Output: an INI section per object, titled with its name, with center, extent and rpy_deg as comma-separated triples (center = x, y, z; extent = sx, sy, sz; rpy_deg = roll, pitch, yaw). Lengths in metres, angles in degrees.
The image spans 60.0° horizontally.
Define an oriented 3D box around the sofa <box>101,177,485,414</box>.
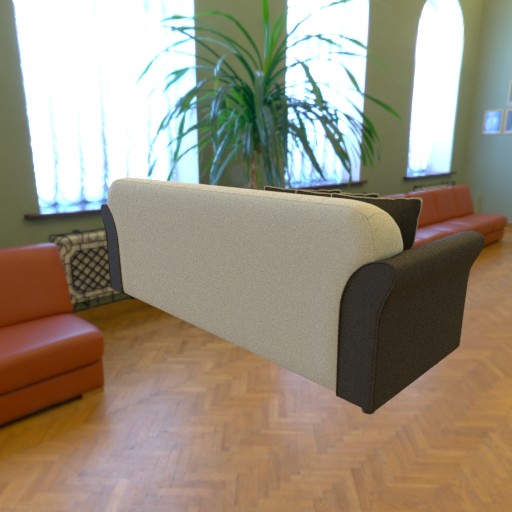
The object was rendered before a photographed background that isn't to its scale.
[sofa]
center = 0.000, 0.000, 2.357
extent = 0.755, 0.787, 2.001
rpy_deg = -13, 19, -43
